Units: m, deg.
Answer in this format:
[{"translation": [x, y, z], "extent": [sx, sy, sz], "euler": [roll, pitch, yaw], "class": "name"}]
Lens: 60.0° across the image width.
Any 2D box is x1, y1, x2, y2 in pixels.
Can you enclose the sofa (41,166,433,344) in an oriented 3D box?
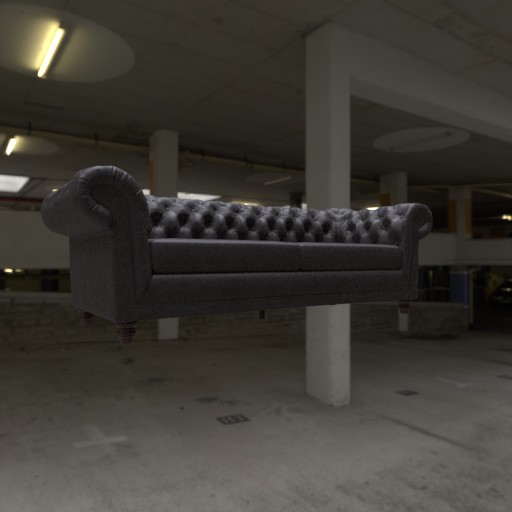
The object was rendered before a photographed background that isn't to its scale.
[{"translation": [0.000, 0.000, 2.803], "extent": [2.385, 0.783, 0.944], "euler": [0, -1, -34], "class": "sofa"}]
